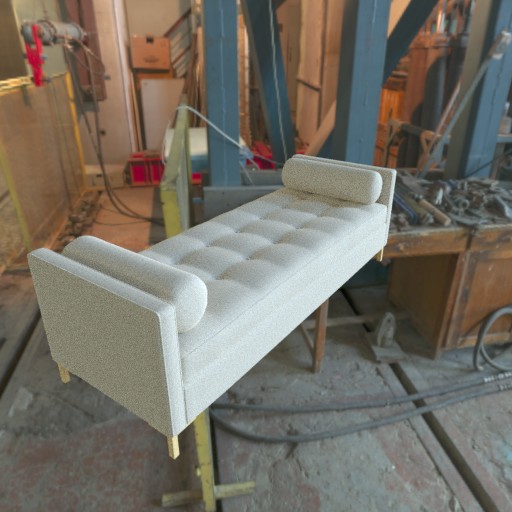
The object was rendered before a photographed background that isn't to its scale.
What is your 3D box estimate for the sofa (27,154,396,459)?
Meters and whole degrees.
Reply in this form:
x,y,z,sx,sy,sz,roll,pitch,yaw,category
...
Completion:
x,y,z,sx,sy,sz,roll,pitch,yaw,category
0.000,0.000,2.325,0.746,0.641,1.985,18,31,32,sofa
